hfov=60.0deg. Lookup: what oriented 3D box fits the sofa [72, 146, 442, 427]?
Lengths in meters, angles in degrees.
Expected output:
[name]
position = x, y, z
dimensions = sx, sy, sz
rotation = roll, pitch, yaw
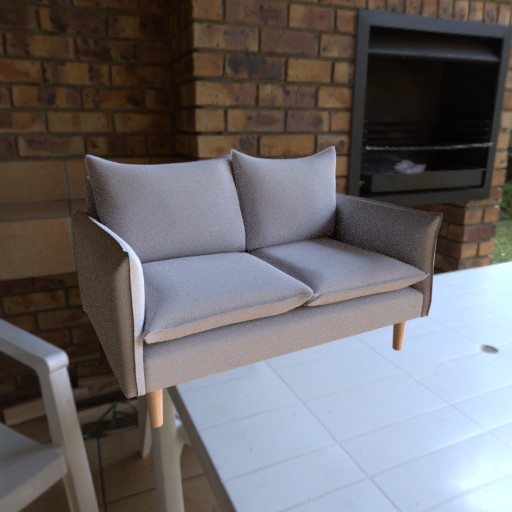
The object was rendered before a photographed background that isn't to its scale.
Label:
[sofa]
position = 0.000, 0.000, 1.821
dimensions = 1.300, 0.840, 0.820
rotation = -9, 18, -28
